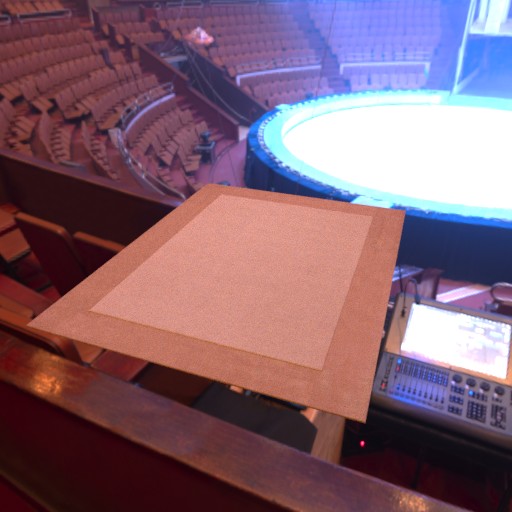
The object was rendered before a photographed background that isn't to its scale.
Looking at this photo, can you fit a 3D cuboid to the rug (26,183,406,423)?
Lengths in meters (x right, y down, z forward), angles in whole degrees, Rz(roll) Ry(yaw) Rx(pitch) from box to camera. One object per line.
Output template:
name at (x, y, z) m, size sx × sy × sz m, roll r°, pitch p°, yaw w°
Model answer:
rug at (0.000, 0.000, 4.084) m, size 2.438 × 0.014 × 3.048 m, roll 11°, pitch 32°, yaw 17°
